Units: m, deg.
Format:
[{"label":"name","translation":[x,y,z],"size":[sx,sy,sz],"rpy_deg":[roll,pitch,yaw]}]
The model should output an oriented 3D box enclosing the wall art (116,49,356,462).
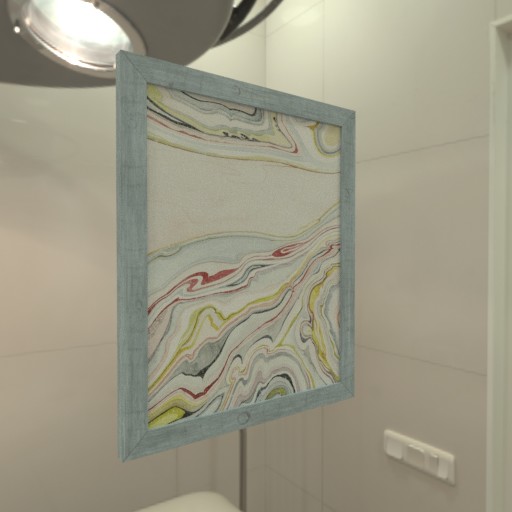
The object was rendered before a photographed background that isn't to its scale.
[{"label":"wall art","translation":[0.000,0.000,0.771],"size":[0.479,0.582,0.022],"rpy_deg":[-1,1,-35]}]
